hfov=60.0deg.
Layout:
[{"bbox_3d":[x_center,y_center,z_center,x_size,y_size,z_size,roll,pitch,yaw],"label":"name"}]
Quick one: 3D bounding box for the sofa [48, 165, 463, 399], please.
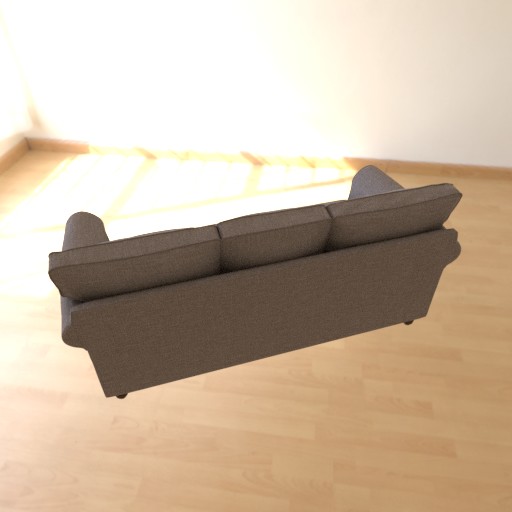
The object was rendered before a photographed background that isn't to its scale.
[{"bbox_3d":[0.000,0.000,2.591,2.084,0.961,0.916,-11,41,-13],"label":"sofa"}]
